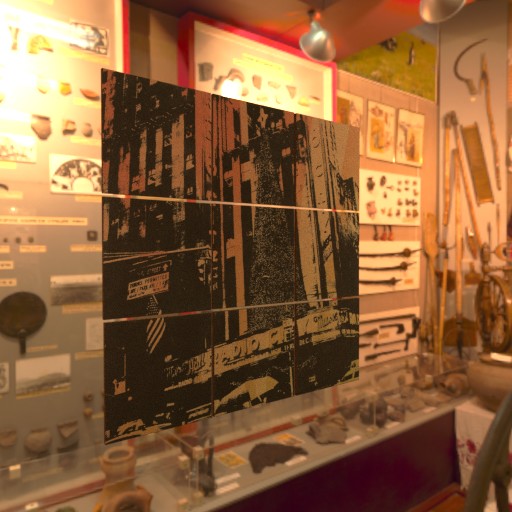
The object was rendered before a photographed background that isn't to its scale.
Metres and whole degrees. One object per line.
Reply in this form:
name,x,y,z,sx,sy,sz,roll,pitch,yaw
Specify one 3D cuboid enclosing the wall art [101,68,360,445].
wall art,0.000,0.000,1.348,0.919,0.917,0.010,-1,1,-36
